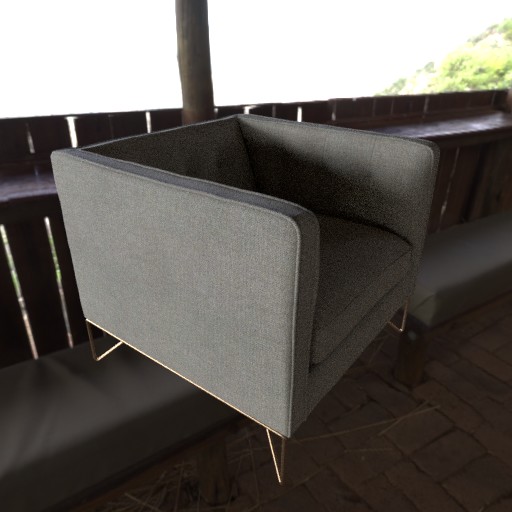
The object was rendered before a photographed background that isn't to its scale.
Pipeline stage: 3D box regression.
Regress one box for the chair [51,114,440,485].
[{"bbox_3d":[0.000,0.000,1.583,0.912,0.799,0.920,19,32,33],"label":"chair"}]
